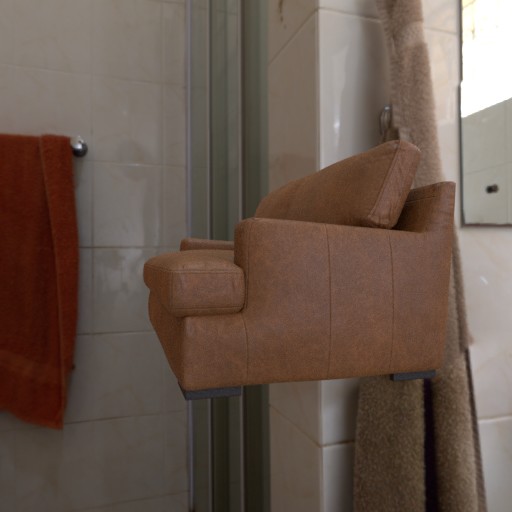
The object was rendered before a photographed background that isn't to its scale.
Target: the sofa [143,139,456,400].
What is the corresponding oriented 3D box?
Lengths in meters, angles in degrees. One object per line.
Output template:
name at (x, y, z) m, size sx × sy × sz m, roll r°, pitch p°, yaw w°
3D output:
sofa at (0.000, 0.000, 2.449) m, size 1.144 × 0.966 × 1.880 m, roll 0°, pitch 0°, yaw -17°
